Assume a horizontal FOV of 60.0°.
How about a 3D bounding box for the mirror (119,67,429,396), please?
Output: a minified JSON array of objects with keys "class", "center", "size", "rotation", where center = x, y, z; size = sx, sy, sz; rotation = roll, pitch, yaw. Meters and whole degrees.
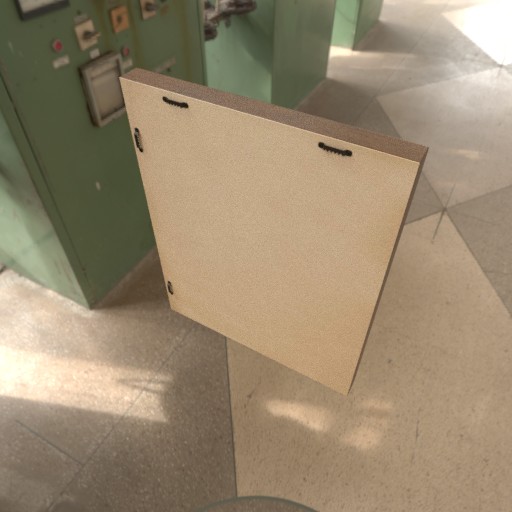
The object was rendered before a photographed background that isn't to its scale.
[{"class":"mirror","center":[0.000,0.000,0.715],"size":[0.405,0.508,0.041],"rotation":[22,50,20]}]
